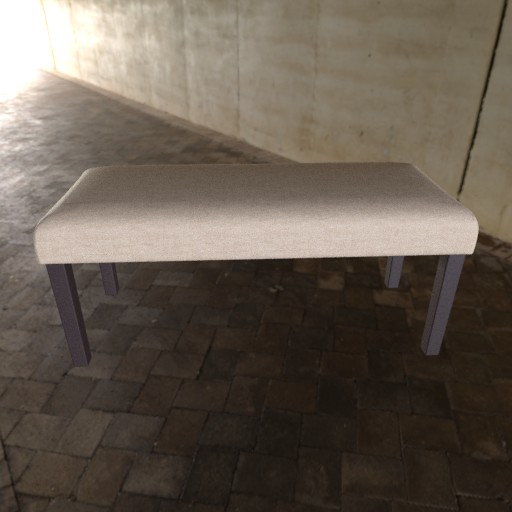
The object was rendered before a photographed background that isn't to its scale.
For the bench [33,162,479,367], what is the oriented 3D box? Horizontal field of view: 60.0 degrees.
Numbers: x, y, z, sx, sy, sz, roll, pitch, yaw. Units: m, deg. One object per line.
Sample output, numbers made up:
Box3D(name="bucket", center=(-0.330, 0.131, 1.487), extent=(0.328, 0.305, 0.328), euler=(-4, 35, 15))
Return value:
Box3D(name="bench", center=(0.000, 0.000, 1.251), extent=(1.013, 0.456, 0.407), euler=(-1, 29, -2))
